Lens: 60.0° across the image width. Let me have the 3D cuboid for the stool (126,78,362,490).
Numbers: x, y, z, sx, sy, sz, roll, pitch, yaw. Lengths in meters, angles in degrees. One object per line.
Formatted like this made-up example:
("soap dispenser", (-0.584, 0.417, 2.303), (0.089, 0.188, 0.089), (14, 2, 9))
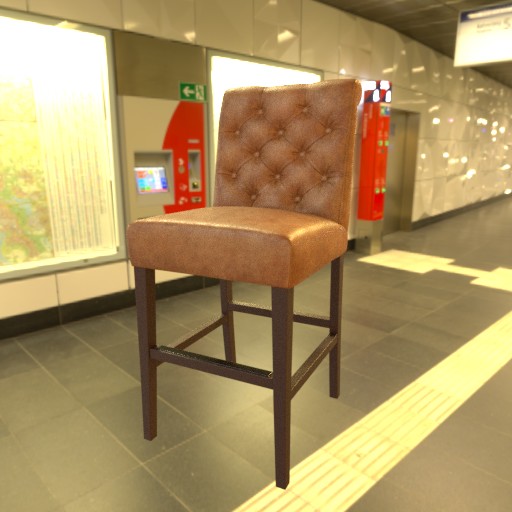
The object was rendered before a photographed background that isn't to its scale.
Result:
("stool", (0.000, 0.000, 1.340), (0.493, 1.047, 0.601), (7, 15, 26))
